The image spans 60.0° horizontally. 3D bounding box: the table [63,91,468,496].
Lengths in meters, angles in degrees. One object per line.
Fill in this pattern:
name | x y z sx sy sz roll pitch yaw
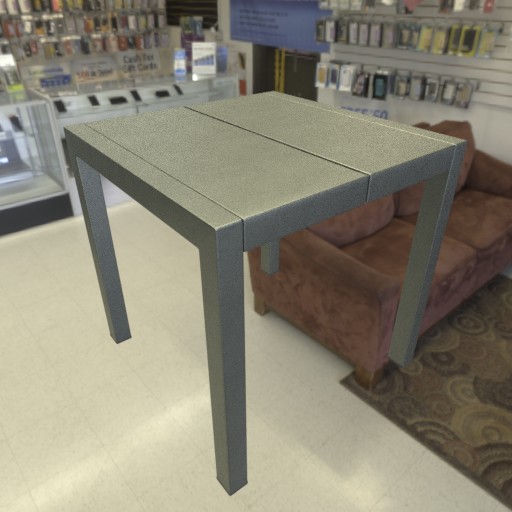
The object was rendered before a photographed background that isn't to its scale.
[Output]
table | 0.000 0.000 0.911 0.508 0.508 0.508 -22 38 -32
